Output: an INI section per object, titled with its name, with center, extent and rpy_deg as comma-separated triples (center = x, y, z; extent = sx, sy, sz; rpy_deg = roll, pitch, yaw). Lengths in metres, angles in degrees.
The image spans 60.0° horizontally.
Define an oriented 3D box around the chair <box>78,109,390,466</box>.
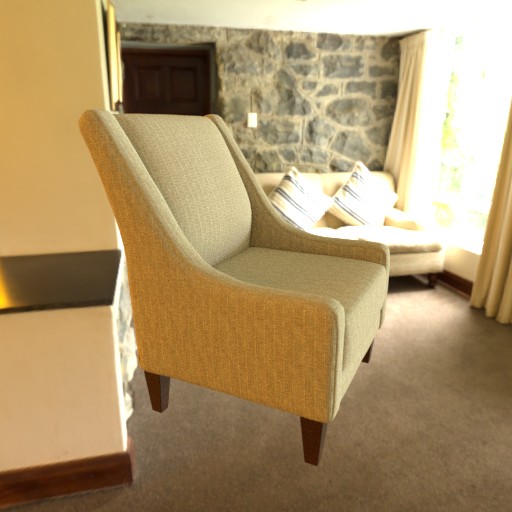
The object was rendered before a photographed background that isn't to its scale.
[chair]
center = 0.000, 0.000, 1.626
extent = 0.870, 1.014, 0.774
rpy_deg = 8, 18, 25
